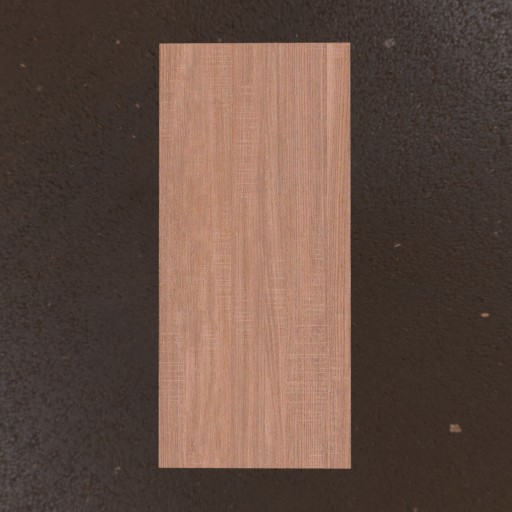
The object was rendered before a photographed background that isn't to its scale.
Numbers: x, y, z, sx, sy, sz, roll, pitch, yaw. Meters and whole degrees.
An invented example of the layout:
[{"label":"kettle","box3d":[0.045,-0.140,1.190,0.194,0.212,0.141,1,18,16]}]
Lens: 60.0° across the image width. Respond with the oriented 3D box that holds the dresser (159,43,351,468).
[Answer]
[{"label":"dresser","box3d":[0.000,0.000,1.547,0.500,0.780,1.110,0,90,1]}]
